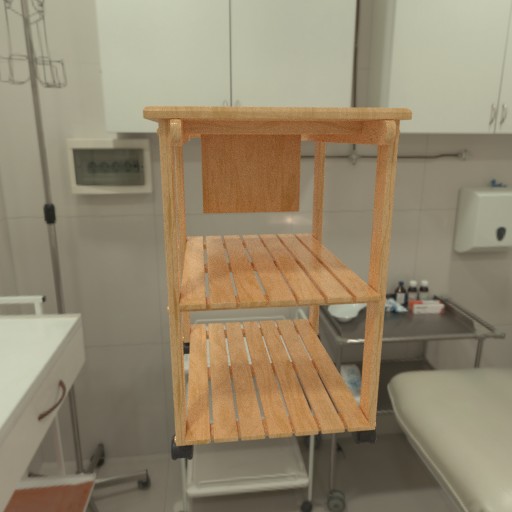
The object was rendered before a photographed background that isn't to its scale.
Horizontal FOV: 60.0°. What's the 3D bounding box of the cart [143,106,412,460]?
[{"bbox_3d":[0.000,0.000,1.334,0.520,0.816,0.843,-2,15,-7],"label":"cart"}]
